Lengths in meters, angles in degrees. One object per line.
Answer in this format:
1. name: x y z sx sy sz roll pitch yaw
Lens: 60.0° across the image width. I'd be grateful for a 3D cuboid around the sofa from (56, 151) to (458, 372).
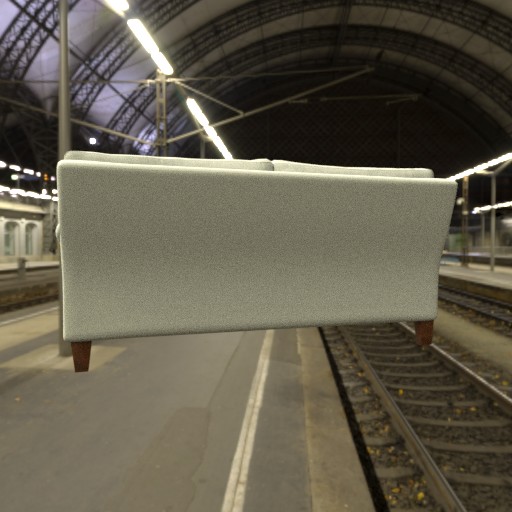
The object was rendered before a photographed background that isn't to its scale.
1. sofa: 0.000 0.000 2.748 2.193 1.096 1.069 0 2 -17
